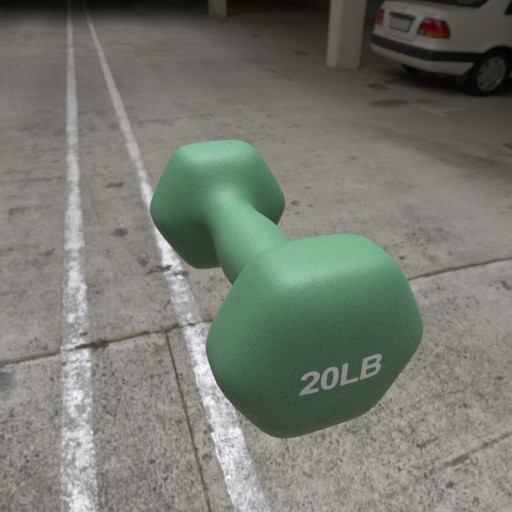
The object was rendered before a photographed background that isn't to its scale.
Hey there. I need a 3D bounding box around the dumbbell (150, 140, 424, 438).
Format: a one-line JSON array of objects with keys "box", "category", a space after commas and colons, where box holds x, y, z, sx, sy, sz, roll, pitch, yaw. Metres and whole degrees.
[{"box": [0.000, 0.000, 0.328, 0.126, 0.114, 0.257, -10, 32, -17], "category": "dumbbell"}]
